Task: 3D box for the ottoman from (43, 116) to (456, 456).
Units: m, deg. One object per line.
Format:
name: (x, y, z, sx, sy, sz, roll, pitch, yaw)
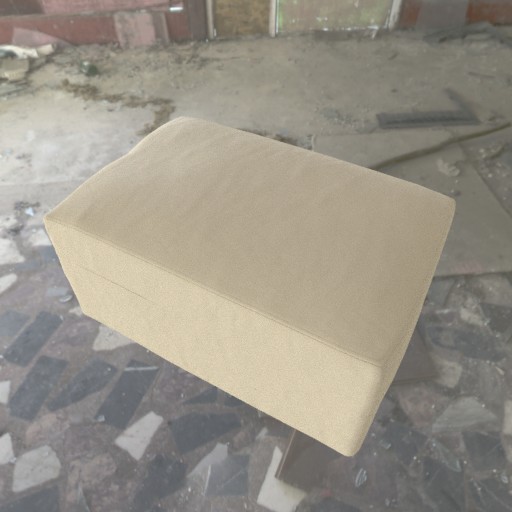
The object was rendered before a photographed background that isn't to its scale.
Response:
ottoman: (0.000, 0.000, 1.191, 0.872, 0.444, 0.590, 22, 50, 20)
